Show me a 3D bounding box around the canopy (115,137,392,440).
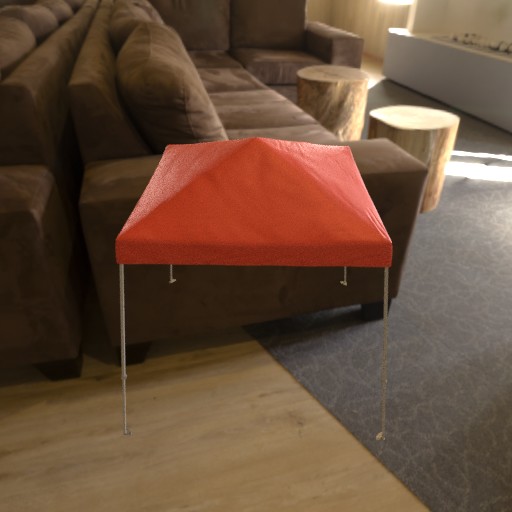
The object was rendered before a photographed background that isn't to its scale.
[{"bbox_3d":[0.000,0.000,5.224,2.849,2.850,2.850,1,34,1],"label":"canopy"}]
